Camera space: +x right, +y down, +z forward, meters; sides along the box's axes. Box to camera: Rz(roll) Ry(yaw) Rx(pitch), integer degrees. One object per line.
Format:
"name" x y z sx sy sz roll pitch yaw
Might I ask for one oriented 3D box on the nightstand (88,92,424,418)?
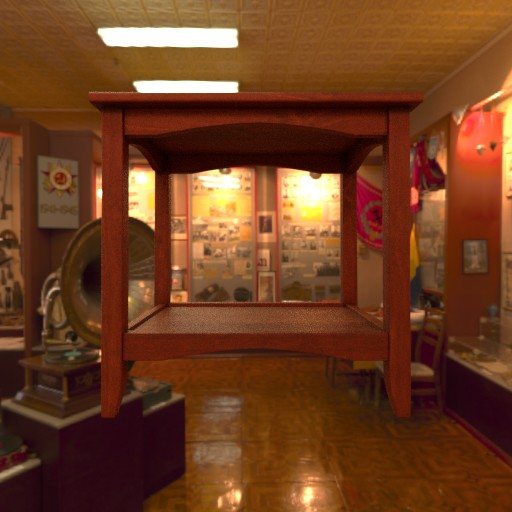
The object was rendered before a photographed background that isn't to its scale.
"nightstand" 0.000 0.000 0.993 0.558 0.558 0.501 0 1 0
